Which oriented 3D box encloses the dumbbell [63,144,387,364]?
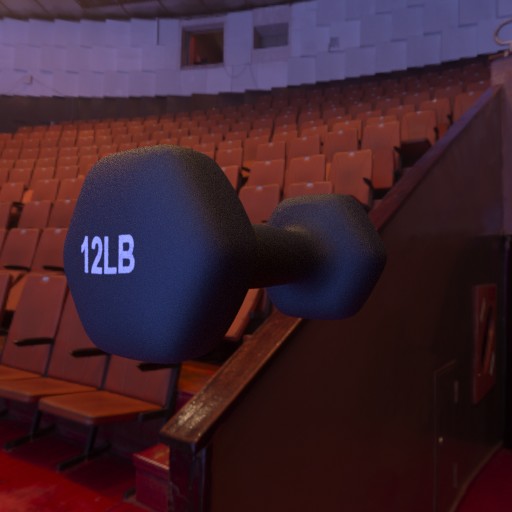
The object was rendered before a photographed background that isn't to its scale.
[{"bbox_3d":[0.000,0.000,0.292,0.112,0.101,0.231,0,-1,36],"label":"dumbbell"}]
